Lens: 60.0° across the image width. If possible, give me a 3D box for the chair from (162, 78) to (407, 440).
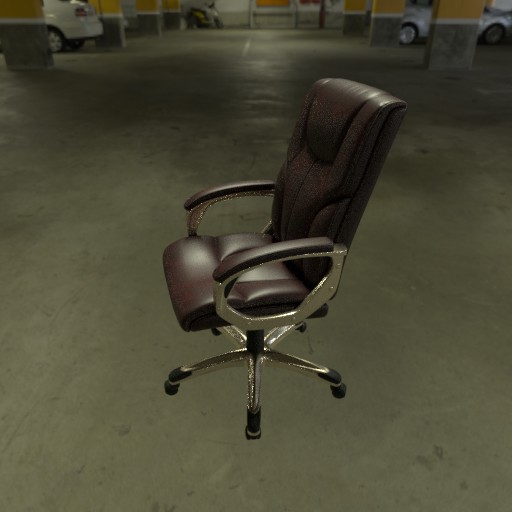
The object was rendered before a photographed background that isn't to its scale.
[{"bbox_3d":[0.000,0.000,1.549,0.739,1.107,0.662,-9,31,-15],"label":"chair"}]
